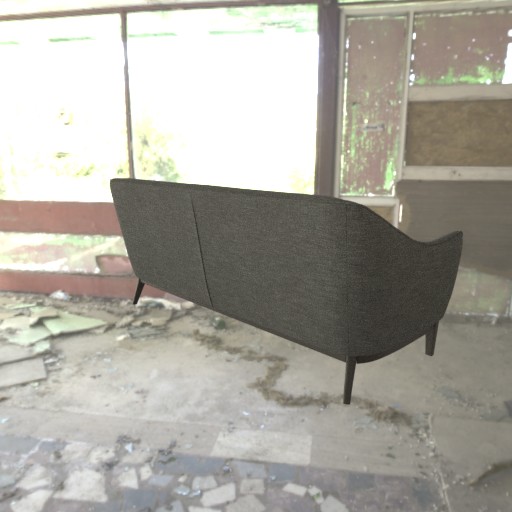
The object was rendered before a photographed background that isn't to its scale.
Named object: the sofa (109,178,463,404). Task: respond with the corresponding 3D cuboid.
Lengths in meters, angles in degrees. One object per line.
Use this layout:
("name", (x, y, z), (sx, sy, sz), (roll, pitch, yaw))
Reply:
("sofa", (0.000, 0.000, 2.460), (0.867, 0.829, 1.928), (-13, 19, -43))
